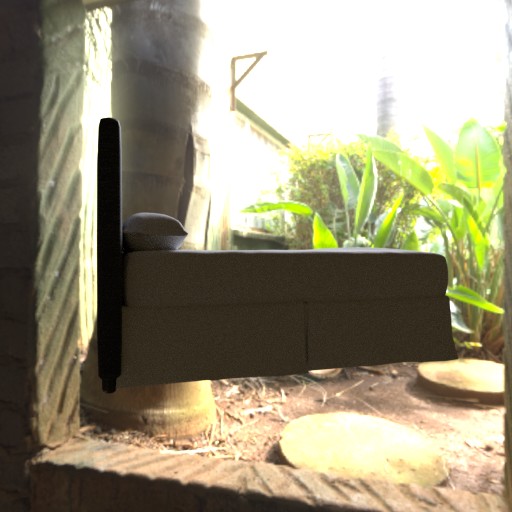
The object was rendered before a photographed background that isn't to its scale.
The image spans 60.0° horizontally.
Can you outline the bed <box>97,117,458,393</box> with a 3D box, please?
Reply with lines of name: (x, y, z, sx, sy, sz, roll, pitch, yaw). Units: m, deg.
bed: (0.000, 0.000, 3.198, 2.142, 1.330, 1.723, 0, 0, -19)
